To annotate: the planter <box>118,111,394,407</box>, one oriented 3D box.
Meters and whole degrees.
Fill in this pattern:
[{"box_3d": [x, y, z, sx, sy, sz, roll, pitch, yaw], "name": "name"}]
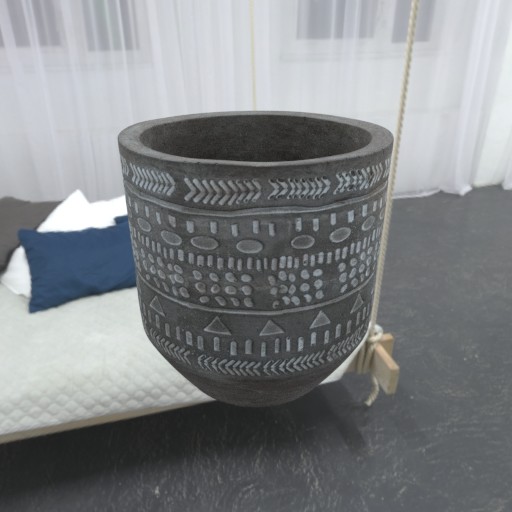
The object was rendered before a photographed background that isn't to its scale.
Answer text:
[{"box_3d": [0.000, 0.000, 0.267, 0.142, 0.149, 0.142, 0, 27, 0], "name": "planter"}]
